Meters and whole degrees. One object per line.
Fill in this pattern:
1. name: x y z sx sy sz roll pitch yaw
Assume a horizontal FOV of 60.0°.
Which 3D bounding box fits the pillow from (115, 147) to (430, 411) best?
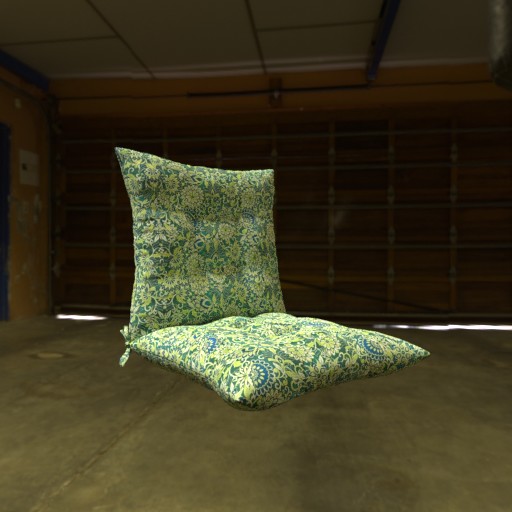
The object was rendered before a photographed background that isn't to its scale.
1. pillow: 0.000 0.000 1.037 0.541 0.536 0.585 0 0 -37
